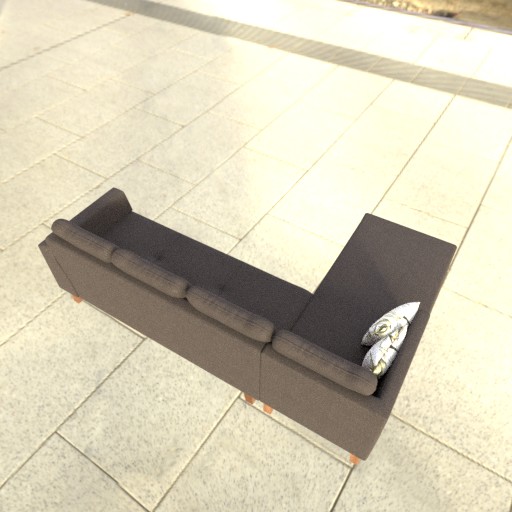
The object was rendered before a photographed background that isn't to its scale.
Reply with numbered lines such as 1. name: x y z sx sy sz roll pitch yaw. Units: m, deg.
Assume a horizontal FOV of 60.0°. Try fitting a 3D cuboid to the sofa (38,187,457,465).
1. sofa: 0.000 0.000 3.489 2.679 0.932 1.829 24 52 21
